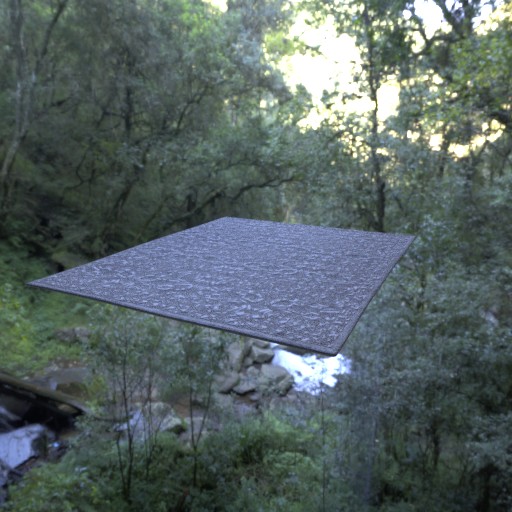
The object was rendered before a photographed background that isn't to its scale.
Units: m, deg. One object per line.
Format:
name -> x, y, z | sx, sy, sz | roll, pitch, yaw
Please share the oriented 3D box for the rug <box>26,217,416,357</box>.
rug -> 0.000, 0.000, 4.162 | 2.472, 0.035, 3.017 | 8, 18, 26
